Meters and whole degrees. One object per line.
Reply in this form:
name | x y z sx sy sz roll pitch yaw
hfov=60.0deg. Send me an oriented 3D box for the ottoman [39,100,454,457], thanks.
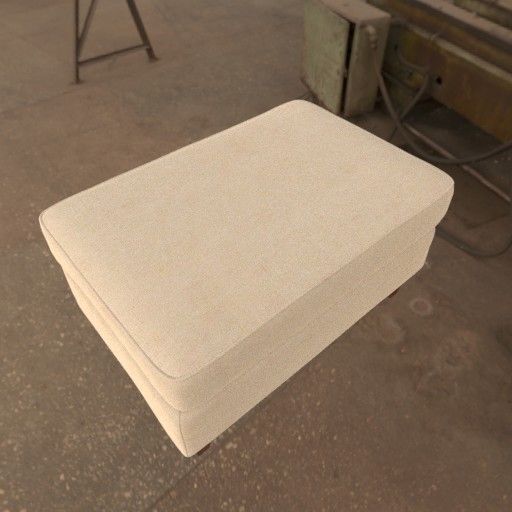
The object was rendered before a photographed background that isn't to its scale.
ottoman | 0.000 0.000 1.193 0.862 0.484 0.583 -32 54 -27
